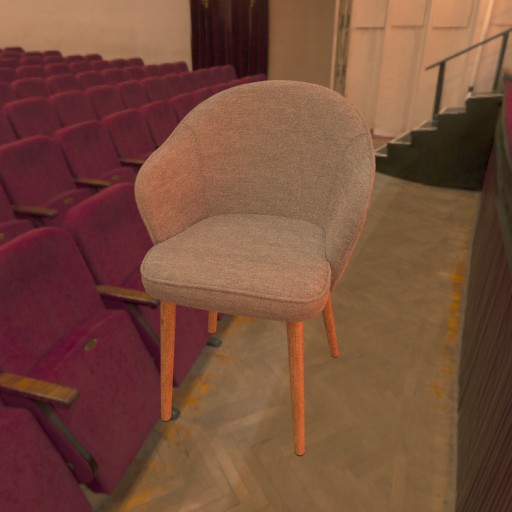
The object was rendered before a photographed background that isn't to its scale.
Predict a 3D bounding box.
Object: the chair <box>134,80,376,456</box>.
[{"bbox_3d":[0.000,0.000,1.137,0.540,0.800,0.530,8,27,15],"label":"chair"}]
